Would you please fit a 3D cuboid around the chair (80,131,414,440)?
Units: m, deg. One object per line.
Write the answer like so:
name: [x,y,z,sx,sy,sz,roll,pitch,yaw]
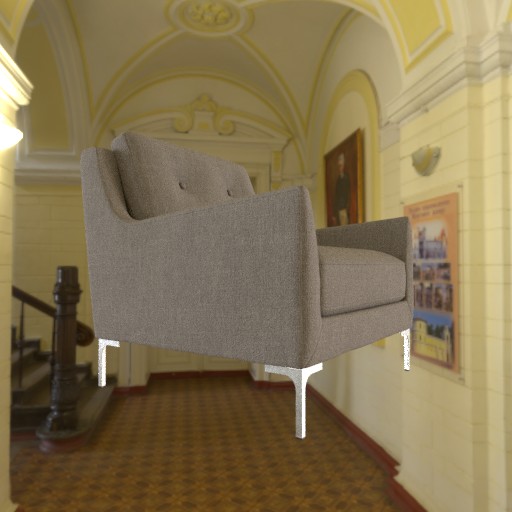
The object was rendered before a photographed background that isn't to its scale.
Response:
chair: [0.000,0.000,1.533,0.849,0.828,0.847,-1,-2,35]
